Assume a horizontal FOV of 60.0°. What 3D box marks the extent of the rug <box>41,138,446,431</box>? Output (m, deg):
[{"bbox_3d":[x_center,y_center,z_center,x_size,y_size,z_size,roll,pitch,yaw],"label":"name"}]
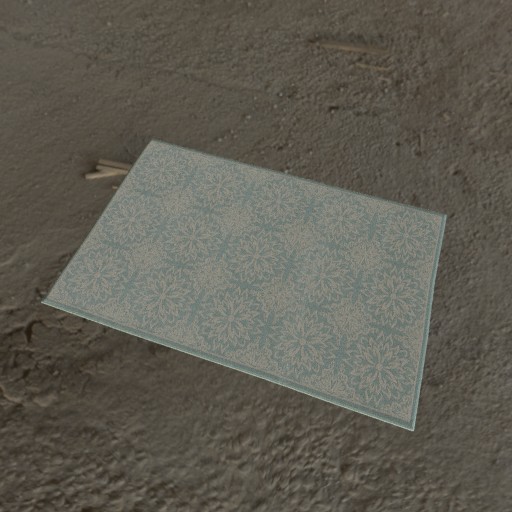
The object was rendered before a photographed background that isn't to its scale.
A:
[{"bbox_3d":[0.000,0.000,2.344,1.840,0.012,1.219,16,60,10],"label":"rug"}]
